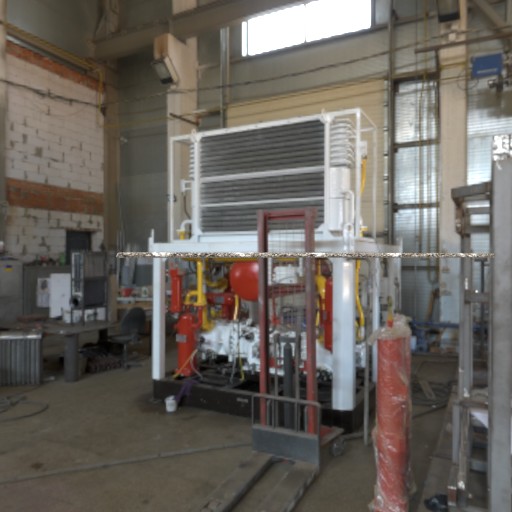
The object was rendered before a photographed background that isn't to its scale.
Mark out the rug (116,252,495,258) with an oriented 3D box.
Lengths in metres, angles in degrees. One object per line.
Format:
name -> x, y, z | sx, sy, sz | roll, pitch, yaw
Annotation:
rug -> 0.000, 0.000, 4.062 | 2.438, 0.029, 3.047 | 0, 0, -18
